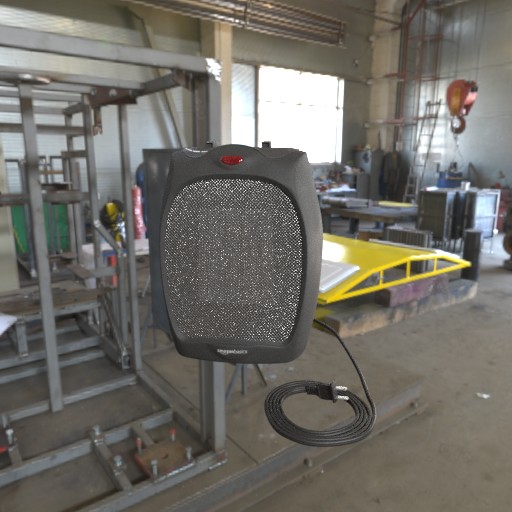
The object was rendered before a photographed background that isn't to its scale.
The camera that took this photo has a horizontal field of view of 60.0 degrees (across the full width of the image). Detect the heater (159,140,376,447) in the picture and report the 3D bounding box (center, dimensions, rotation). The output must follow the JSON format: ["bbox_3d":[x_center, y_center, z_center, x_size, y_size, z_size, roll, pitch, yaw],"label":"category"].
[{"bbox_3d":[0.000,0.000,0.469,0.239,0.240,0.291,2,13,8],"label":"heater"}]
